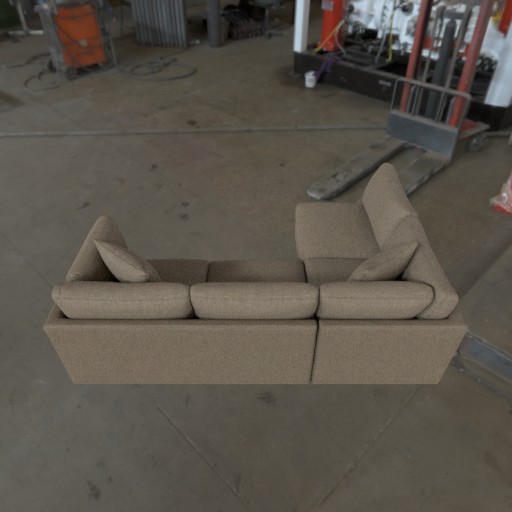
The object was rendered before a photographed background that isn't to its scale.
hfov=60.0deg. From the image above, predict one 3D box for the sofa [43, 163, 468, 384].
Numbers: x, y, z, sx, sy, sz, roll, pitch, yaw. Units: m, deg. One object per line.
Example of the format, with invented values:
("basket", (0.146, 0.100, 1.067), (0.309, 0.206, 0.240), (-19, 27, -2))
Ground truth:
("sofa", (0.000, 0.000, 3.885), (2.896, 0.978, 1.994), (0, 40, 0))
